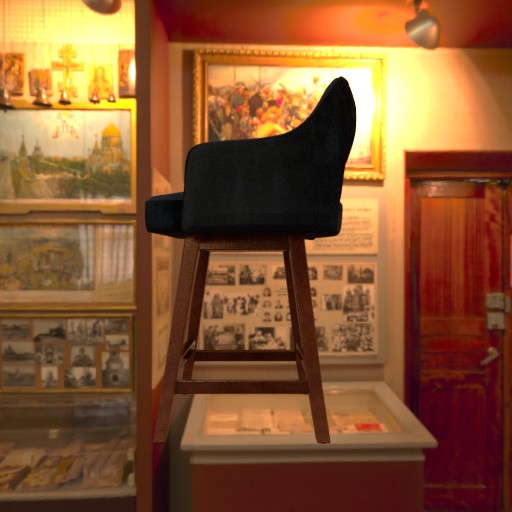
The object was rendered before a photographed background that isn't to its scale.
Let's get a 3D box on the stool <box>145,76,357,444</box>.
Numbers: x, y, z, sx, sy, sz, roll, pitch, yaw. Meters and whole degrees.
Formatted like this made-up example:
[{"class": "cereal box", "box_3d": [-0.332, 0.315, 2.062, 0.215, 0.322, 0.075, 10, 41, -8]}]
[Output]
[{"class": "stool", "box_3d": [0.000, 0.000, 1.315, 0.560, 0.940, 0.550, 0, 0, 0]}]
